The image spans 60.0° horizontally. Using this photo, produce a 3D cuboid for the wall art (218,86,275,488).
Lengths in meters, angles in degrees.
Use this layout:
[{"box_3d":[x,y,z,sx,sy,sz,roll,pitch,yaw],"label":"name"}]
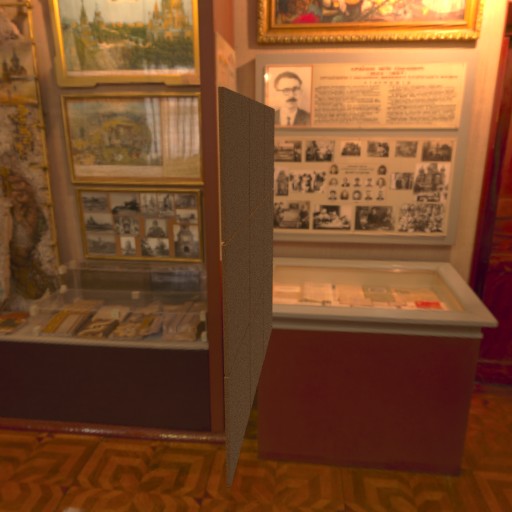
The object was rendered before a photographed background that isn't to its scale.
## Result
[{"box_3d":[0.000,0.000,1.844,0.013,1.216,1.216,2,16,8],"label":"wall art"}]
